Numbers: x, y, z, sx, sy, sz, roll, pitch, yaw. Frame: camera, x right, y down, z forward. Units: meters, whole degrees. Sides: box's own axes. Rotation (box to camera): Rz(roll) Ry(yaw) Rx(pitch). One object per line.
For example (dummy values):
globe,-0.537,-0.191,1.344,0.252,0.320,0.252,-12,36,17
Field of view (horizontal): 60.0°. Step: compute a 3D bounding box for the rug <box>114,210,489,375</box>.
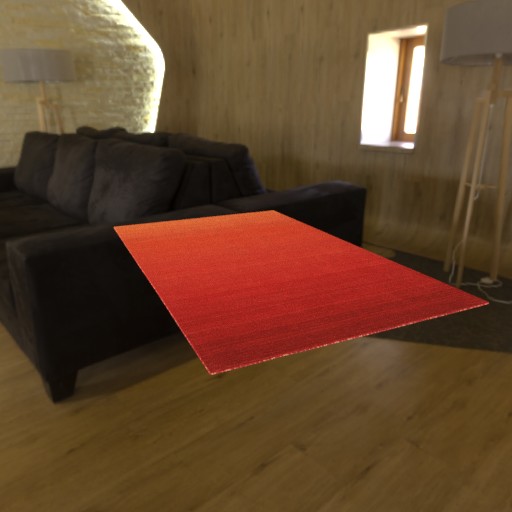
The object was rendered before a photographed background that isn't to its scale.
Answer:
rug,0.000,0.000,3.034,1.531,0.010,2.442,-8,20,-24
